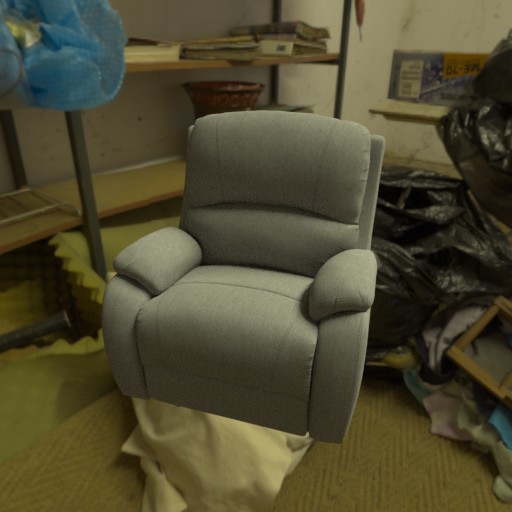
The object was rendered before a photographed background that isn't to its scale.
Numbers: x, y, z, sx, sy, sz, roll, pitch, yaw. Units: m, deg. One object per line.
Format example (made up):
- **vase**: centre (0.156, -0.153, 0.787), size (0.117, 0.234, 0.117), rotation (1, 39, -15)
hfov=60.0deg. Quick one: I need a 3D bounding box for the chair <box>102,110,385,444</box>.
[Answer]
- **chair**: centre (0.000, 0.000, 1.753), size (0.930, 1.011, 0.899), rotation (7, 28, 14)
